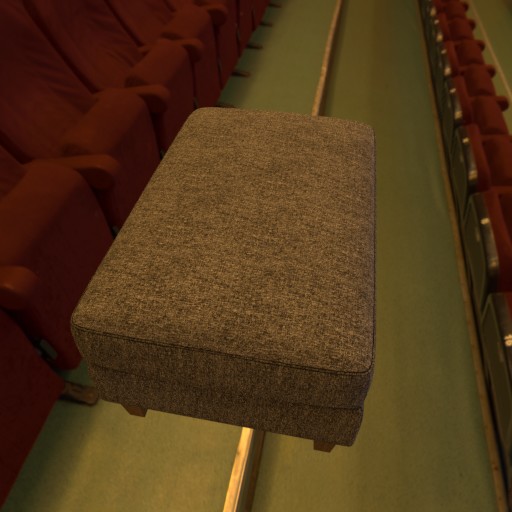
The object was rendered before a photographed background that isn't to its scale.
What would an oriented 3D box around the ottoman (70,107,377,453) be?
[{"bbox_3d":[0.000,0.000,1.188,0.584,0.483,0.864,8,46,7],"label":"ottoman"}]
